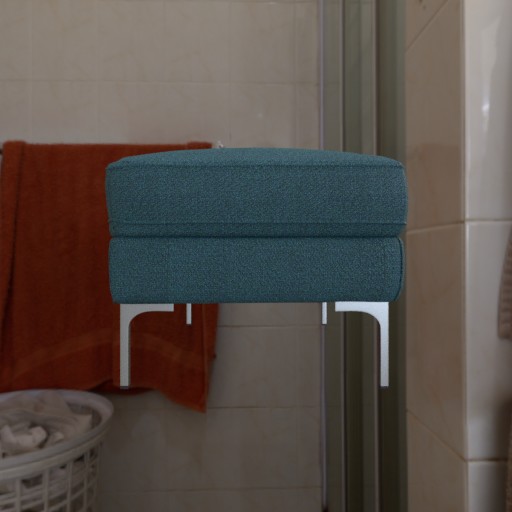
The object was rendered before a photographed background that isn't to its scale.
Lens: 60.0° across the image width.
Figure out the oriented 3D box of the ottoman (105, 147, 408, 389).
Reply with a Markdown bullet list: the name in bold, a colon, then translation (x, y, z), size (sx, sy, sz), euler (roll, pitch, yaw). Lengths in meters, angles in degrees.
- **ottoman**: translation (0.000, 0.000, 1.212), size (0.563, 0.498, 0.856), euler (0, 0, 0)
